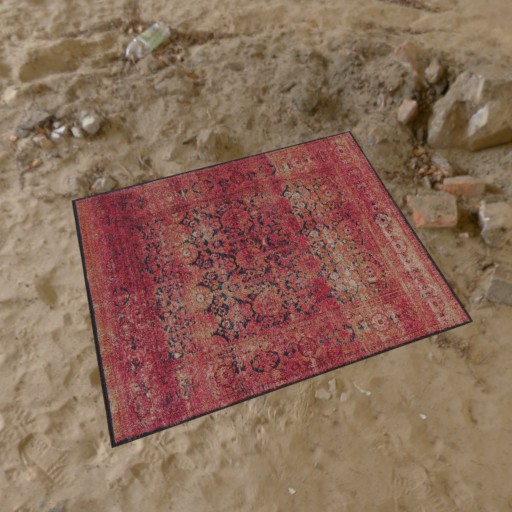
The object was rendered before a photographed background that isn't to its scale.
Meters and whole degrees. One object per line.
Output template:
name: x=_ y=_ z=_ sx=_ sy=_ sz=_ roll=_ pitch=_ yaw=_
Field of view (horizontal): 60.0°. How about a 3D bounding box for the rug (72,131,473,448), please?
rug: x=0.000 y=0.000 z=4.046 sx=3.032 sy=0.020 sz=2.411 roll=-16 pitch=59 yaw=-10
